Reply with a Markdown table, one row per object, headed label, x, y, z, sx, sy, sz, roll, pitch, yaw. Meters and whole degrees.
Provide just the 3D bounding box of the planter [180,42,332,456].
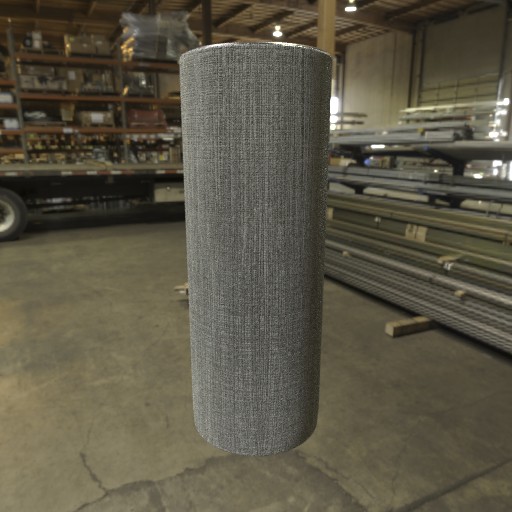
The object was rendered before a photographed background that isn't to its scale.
| label | x | y | z | sx | sy | sz | roll | pitch | yaw |
| --- | --- | --- | --- | --- | --- | --- | --- | --- | --- |
| planter | 0.000 | 0.000 | 0.326 | 0.100 | 0.270 | 0.100 | -7 | 16 | -26 |
